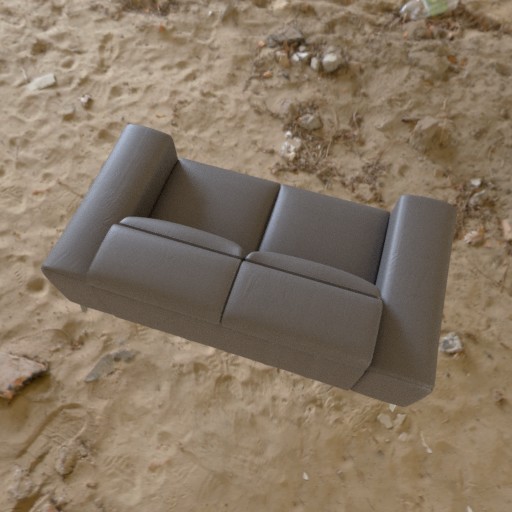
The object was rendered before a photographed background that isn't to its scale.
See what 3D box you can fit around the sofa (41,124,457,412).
[{"bbox_3d":[0.000,0.000,2.418,1.930,0.753,1.024,16,64,8],"label":"sofa"}]
